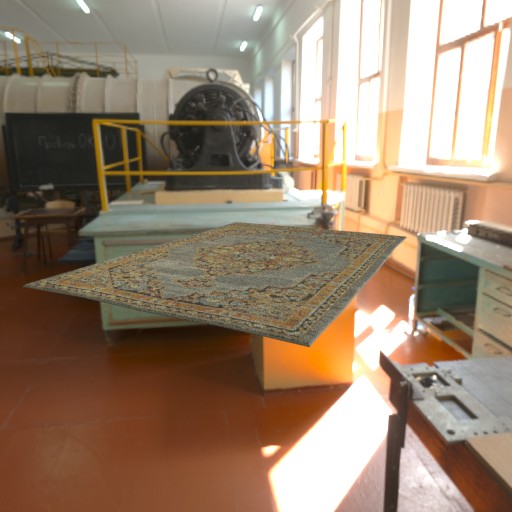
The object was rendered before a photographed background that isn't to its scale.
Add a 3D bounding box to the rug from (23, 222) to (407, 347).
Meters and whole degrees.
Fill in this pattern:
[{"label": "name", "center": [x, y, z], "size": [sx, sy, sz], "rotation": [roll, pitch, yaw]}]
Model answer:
[{"label": "rug", "center": [0.000, 0.000, 3.979], "size": [2.158, 0.024, 3.063], "rotation": [7, 15, 26]}]
